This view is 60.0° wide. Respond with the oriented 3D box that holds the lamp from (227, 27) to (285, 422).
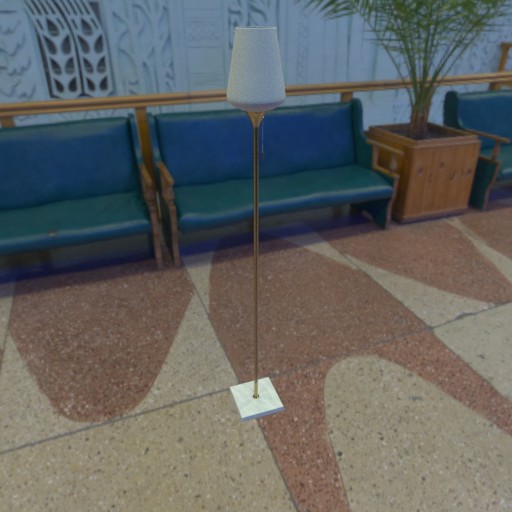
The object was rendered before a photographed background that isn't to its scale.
[{"bbox_3d":[0.000,0.000,1.978,0.232,1.813,0.229,-10,31,-17],"label":"lamp"}]
